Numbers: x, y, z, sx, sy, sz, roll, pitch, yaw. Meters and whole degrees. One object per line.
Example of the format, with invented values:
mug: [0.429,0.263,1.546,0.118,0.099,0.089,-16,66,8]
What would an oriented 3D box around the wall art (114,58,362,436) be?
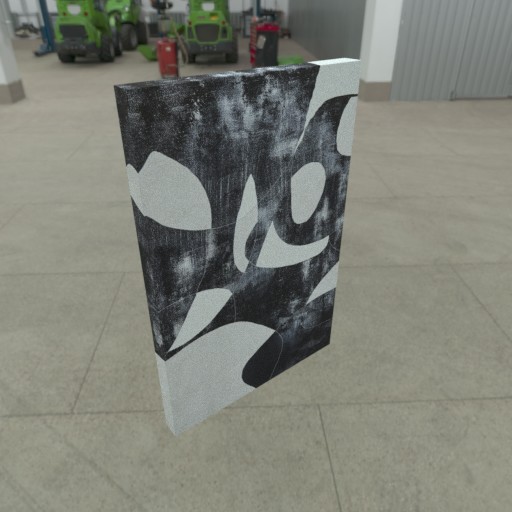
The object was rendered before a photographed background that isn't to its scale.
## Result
wall art: [0.000,0.000,0.782,0.407,0.610,0.039,-22,37,-32]
